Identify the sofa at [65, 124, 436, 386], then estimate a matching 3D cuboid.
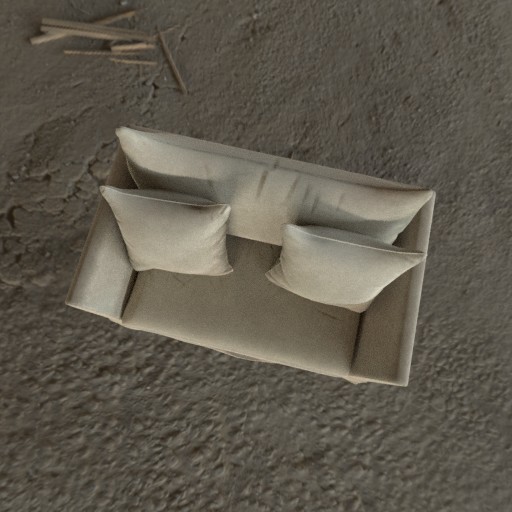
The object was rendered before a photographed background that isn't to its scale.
[{"bbox_3d":[0.000,0.000,2.322,1.608,1.040,1.035,13,76,3],"label":"sofa"}]
